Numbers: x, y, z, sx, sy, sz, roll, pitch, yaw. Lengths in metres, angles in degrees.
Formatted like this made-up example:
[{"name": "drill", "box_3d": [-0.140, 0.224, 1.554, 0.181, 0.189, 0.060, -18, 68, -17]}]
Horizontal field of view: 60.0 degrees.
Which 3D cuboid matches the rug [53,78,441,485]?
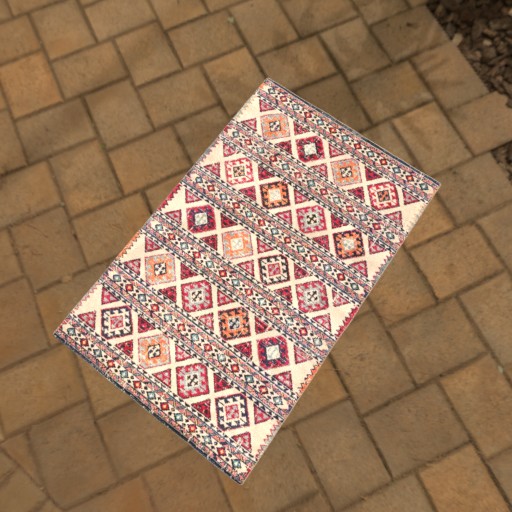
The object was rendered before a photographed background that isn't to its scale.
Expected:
[{"name": "rug", "box_3d": [0.000, 0.000, 3.044, 1.545, 0.010, 2.440, 35, 77, 9]}]
